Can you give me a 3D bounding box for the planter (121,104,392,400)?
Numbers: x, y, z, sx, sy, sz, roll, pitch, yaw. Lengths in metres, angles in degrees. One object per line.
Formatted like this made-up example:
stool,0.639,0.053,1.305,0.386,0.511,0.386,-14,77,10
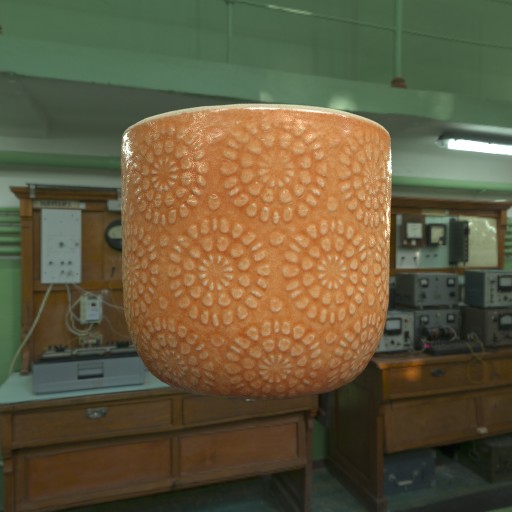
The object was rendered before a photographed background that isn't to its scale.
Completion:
planter,0.000,0.000,0.287,0.170,0.152,0.170,0,1,0
